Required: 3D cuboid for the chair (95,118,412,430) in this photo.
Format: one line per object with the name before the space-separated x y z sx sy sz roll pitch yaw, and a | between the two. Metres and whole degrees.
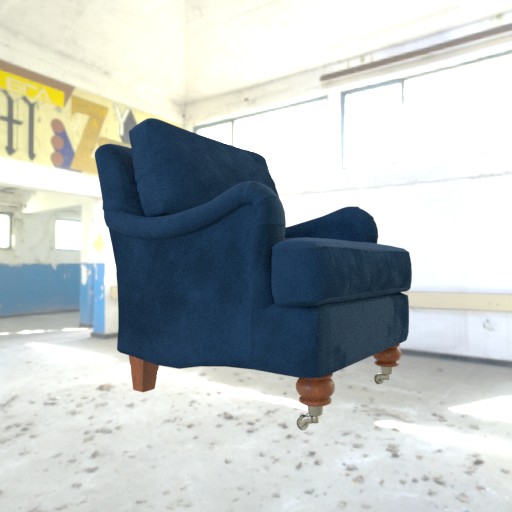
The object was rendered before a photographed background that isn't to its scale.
chair | 0.000 0.000 1.857 1.078 1.076 0.895 -1 -1 36
